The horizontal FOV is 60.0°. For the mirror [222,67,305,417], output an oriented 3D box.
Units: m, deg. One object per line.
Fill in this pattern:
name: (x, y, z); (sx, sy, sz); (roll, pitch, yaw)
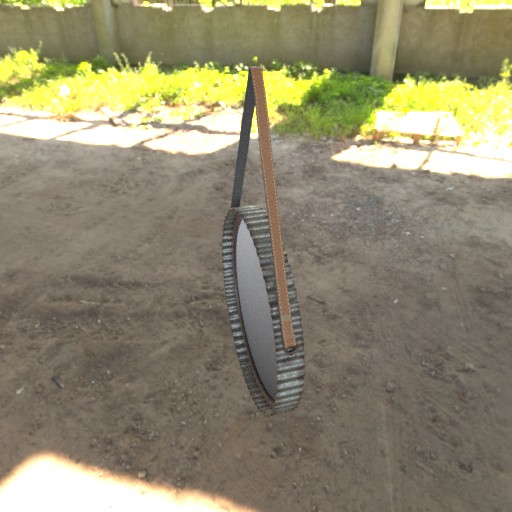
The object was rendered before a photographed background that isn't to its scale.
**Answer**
mirror: (0.000, 0.000, 0.716); (0.042, 0.568, 0.355); (-9, 32, -14)
